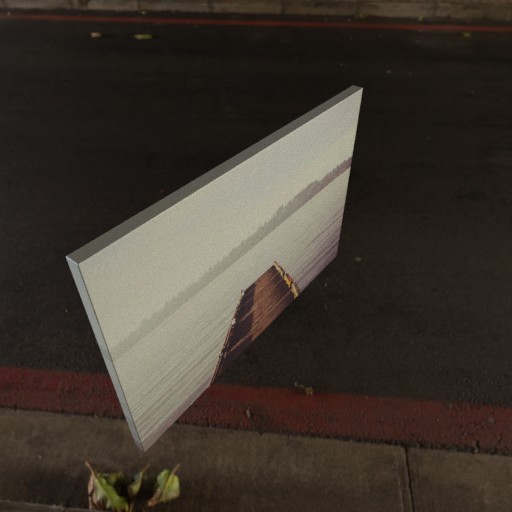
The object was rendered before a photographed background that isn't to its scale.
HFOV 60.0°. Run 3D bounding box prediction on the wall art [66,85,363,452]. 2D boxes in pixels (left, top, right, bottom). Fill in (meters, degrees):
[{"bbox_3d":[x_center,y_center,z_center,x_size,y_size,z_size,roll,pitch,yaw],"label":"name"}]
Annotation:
[{"bbox_3d":[0.000,0.000,0.771,0.021,0.410,0.615,27,48,28],"label":"wall art"}]
